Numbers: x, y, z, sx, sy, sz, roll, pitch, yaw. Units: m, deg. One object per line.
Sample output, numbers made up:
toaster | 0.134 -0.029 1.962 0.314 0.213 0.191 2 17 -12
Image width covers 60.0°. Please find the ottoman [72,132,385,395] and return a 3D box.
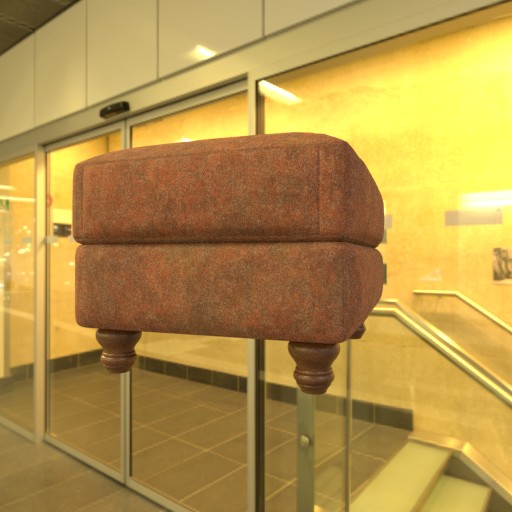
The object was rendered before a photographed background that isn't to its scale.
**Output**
ottoman | 0.000 0.000 1.178 0.635 0.508 0.787 0 0 20
